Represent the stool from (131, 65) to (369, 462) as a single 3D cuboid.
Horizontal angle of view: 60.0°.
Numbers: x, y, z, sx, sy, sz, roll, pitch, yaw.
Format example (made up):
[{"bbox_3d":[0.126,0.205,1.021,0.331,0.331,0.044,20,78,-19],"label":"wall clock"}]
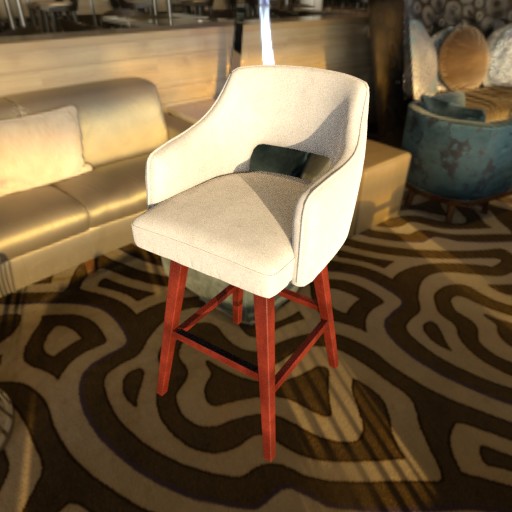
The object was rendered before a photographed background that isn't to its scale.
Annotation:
[{"bbox_3d":[0.000,0.000,1.360,0.548,1.012,0.558,20,37,28],"label":"stool"}]
